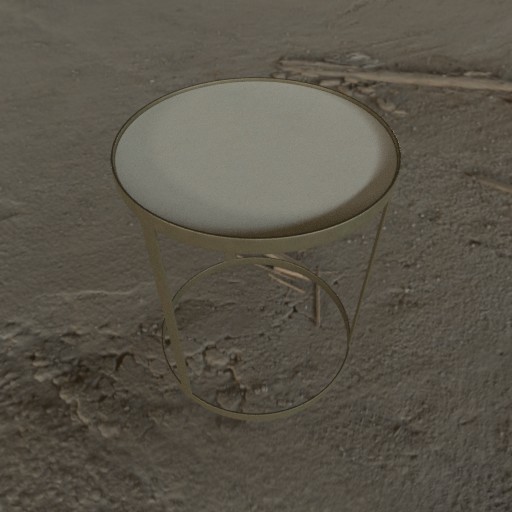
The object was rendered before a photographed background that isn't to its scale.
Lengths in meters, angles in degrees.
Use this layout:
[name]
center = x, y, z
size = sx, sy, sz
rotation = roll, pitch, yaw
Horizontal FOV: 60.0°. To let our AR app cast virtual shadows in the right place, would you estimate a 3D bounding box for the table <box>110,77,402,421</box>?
[table]
center = 0.000, 0.000, 0.952
size = 0.480, 0.565, 0.480
rotation = 0, 46, 0
